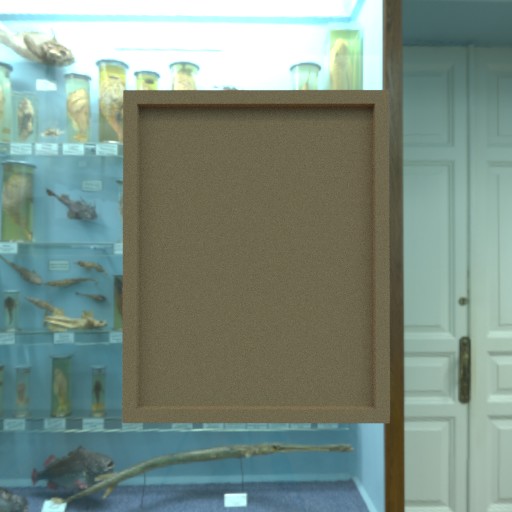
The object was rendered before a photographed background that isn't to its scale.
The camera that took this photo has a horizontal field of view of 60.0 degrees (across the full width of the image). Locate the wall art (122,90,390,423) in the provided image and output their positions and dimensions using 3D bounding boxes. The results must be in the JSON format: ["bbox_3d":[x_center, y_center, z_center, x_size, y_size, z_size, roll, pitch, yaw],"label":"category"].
[{"bbox_3d":[0.000,0.000,0.688,0.406,0.508,0.028,0,-1,0],"label":"wall art"}]
